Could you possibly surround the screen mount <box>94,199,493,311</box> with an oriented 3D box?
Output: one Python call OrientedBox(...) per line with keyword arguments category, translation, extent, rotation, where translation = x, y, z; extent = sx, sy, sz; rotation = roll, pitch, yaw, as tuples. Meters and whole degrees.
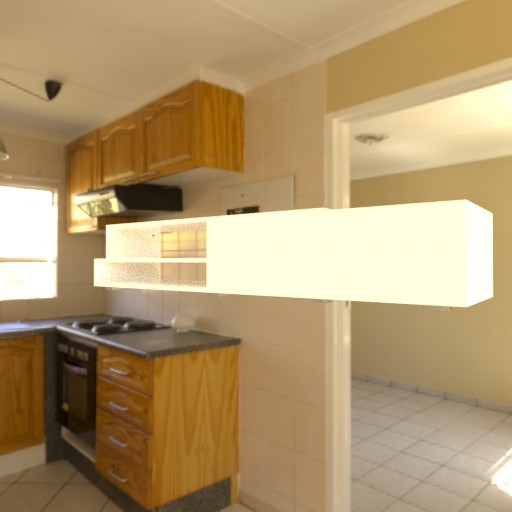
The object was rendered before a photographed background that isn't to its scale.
OrientedBox(category="screen mount", translation=(0.000, 0.000, 1.829), extent=(1.680, 0.320, 0.420), rotation=(0, -1, 36))
